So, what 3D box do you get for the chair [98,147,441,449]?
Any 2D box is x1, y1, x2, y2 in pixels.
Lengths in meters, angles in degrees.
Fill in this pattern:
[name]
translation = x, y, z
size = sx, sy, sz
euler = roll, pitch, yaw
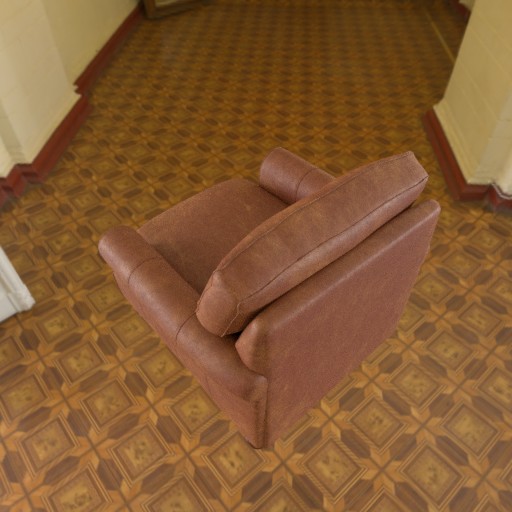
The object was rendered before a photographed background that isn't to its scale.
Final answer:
[chair]
translation = 0.000, 0.000, 1.752
size = 0.983, 0.962, 0.986
euler = -32, 54, -27
